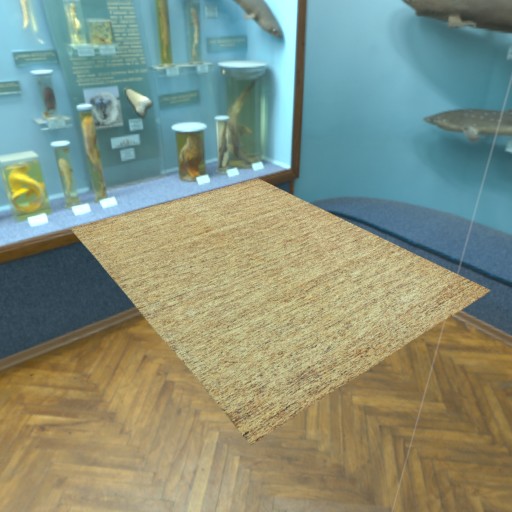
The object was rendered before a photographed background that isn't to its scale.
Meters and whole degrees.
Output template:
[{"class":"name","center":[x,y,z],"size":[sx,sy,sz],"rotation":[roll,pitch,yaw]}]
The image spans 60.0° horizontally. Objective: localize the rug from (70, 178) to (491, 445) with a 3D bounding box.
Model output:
[{"class":"rug","center":[0.000,0.000,4.127],"size":[2.438,0.012,3.200],"rotation":[-21,36,-31]}]
